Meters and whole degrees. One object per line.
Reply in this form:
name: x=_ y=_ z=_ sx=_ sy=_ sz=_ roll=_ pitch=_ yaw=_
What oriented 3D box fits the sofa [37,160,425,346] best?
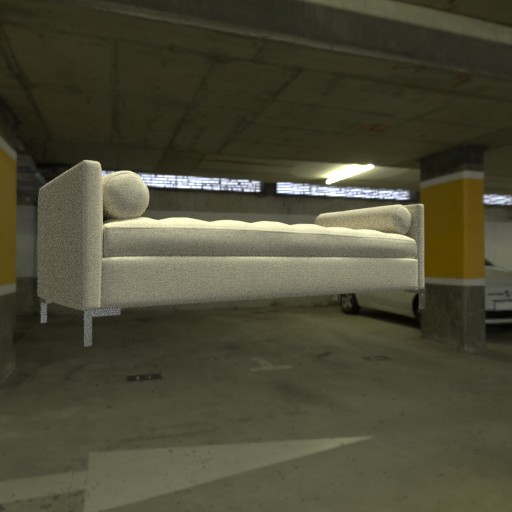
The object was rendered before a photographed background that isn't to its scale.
sofa: x=0.000 y=0.000 z=2.464 sx=2.102 sy=0.655 sz=0.797 roll=0 pitch=-1 yaw=-37
